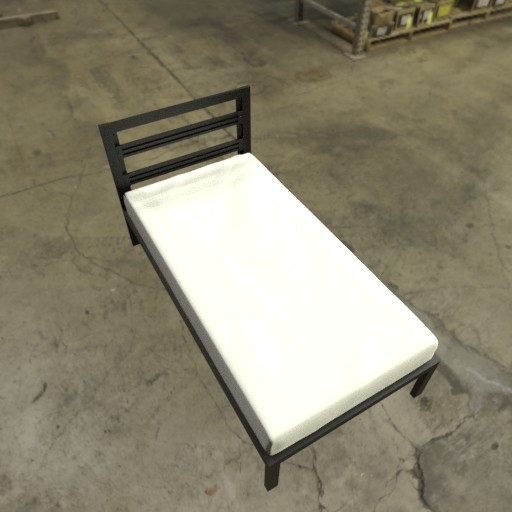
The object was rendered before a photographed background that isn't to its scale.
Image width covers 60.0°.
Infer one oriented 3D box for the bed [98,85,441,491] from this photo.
[{"bbox_3d":[0.000,0.000,2.496,0.991,0.967,1.930,-23,51,-20],"label":"bed"}]
